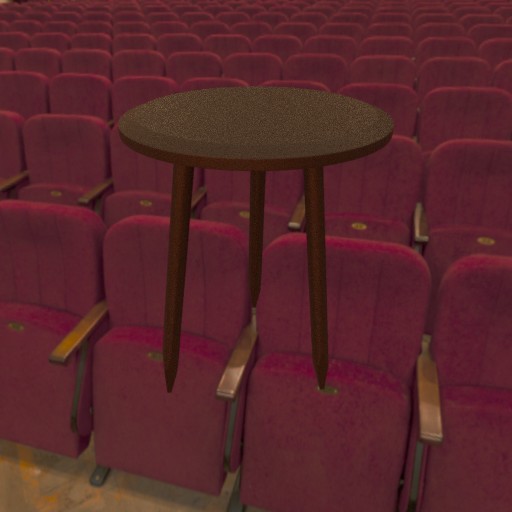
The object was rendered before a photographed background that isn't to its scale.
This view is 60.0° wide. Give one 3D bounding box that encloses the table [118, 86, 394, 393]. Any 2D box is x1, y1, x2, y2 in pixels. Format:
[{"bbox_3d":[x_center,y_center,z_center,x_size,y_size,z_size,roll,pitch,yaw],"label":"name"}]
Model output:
[{"bbox_3d":[0.000,0.000,0.905,0.457,0.585,0.457,0,31,0],"label":"table"}]
